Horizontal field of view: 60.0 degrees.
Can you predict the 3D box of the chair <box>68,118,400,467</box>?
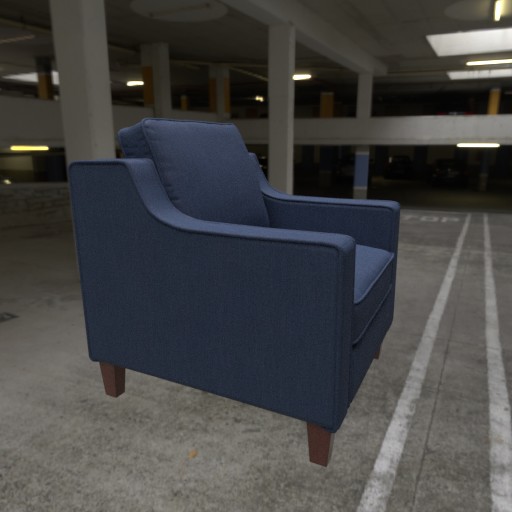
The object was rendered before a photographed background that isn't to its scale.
[{"bbox_3d":[0.000,0.000,1.625,0.909,0.960,0.831,7,16,26],"label":"chair"}]
